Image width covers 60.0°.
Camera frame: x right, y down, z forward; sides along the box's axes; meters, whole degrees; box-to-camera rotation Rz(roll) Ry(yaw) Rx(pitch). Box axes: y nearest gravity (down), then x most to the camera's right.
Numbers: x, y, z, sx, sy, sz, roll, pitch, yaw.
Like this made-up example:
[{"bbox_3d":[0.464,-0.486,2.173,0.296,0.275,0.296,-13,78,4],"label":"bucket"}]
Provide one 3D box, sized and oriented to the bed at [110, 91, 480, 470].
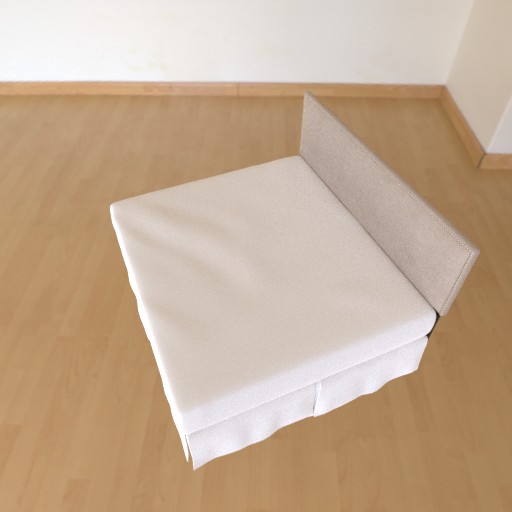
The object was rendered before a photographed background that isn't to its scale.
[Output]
[{"bbox_3d":[0.000,0.000,3.412,1.914,1.346,2.170,-18,50,-16],"label":"bed"}]
